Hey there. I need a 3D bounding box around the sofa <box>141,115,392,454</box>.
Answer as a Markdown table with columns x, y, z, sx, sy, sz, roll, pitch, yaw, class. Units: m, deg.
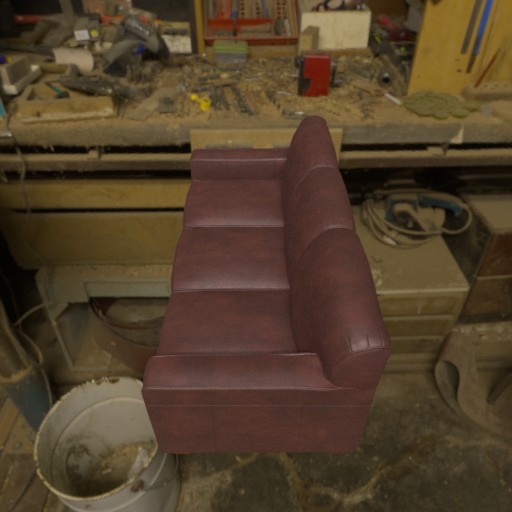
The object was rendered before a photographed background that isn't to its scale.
| x | y | z | sx | sy | sz | roll | pitch | yaw | class |
| --- | --- | --- | --- | --- | --- | --- | --- | --- | --- |
| 0.000 | 0.000 | 2.623 | 1.008 | 0.953 | 2.039 | 0 | 41 | 0 | sofa |
